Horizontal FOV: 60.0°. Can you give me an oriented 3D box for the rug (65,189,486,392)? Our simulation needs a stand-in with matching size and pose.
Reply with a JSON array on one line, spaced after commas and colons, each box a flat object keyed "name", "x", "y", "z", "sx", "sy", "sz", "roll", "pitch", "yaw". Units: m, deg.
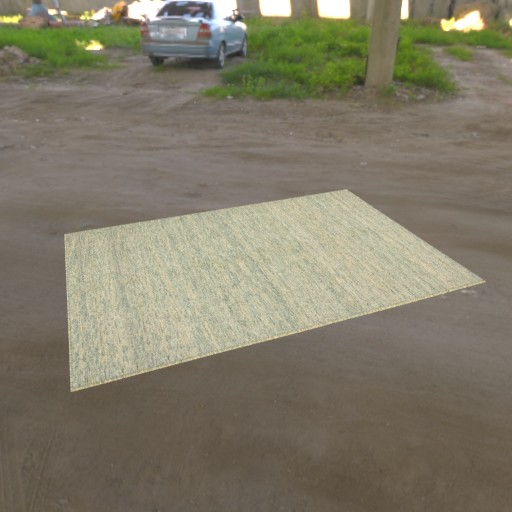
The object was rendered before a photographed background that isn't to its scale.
[{"name": "rug", "x": 0.000, "y": 0.000, "z": 2.310, "sx": 1.850, "sy": 0.015, "sz": 1.250, "roll": -11, "pitch": 32, "yaw": -18}]
